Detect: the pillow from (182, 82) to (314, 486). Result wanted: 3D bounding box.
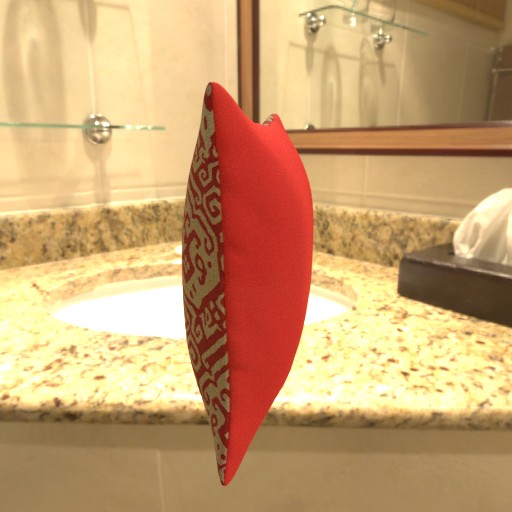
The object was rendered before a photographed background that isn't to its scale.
[{"bbox_3d":[0.000,0.000,0.773,0.192,0.507,0.522,2,15,9],"label":"pillow"}]
